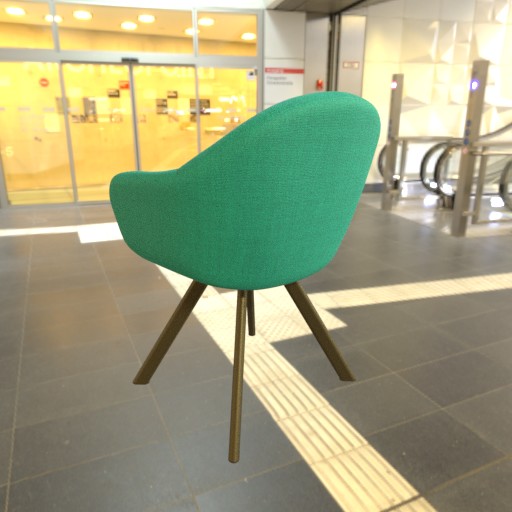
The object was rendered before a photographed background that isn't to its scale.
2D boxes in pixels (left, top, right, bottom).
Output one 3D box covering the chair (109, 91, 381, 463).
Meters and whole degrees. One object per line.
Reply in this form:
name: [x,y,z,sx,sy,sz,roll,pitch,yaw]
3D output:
chair: [0.000,0.000,1.166,0.590,0.795,0.550,-16,23,-42]
